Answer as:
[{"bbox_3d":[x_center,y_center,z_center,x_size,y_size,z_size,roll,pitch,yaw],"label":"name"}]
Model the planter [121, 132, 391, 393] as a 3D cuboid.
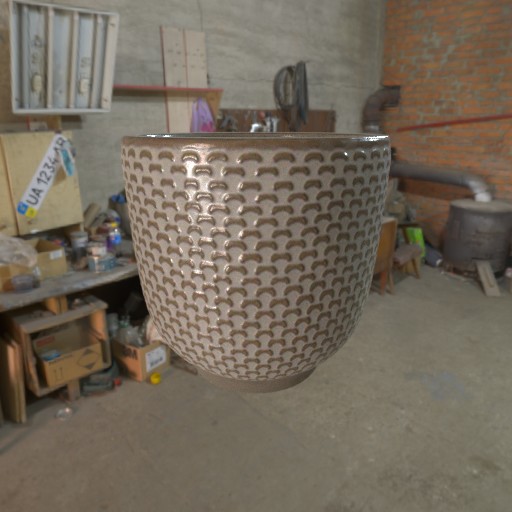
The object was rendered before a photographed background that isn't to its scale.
[{"bbox_3d":[0.000,0.000,0.359,0.197,0.191,0.197,0,17,0],"label":"planter"}]
